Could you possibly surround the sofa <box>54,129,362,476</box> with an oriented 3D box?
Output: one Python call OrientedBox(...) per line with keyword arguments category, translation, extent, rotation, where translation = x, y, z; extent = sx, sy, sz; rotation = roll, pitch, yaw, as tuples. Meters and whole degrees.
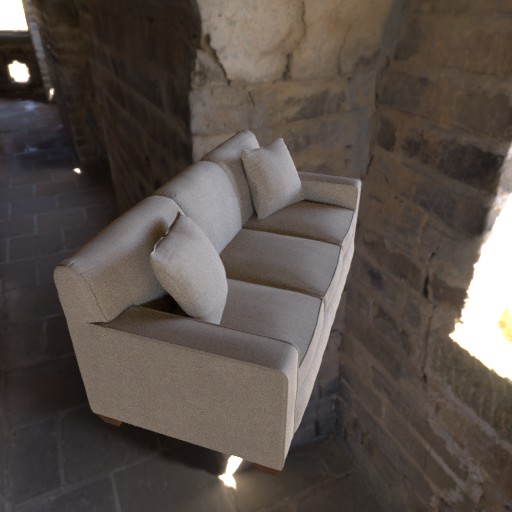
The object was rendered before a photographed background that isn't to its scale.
OrientedBox(category="sofa", translation=(0.000, 0.000, 2.581), extent=(0.997, 0.958, 2.024), rotation=(10, 32, 16))
